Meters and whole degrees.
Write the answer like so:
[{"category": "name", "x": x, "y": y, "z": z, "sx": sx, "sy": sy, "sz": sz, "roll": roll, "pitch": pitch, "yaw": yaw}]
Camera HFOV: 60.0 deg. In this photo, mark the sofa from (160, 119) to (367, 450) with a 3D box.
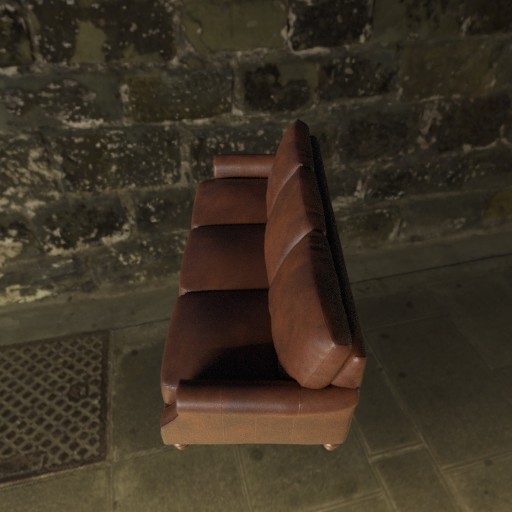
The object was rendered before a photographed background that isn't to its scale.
[{"category": "sofa", "x": 0.000, "y": 0.000, "z": 2.893, "sx": 0.973, "sy": 0.977, "sz": 2.351, "roll": 0, "pitch": 40, "yaw": 0}]
